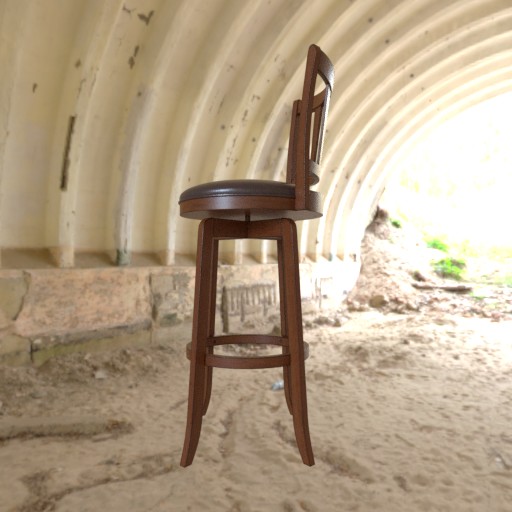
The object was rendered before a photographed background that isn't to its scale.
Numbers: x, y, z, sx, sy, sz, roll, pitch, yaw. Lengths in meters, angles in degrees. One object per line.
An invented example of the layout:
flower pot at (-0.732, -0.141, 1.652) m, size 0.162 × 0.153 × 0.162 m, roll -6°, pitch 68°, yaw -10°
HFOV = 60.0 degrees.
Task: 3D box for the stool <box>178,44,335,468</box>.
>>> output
stool at (0.000, 0.000, 1.449) m, size 0.503 × 1.177 × 0.464 m, roll 0°, pitch 0°, yaw -1°
